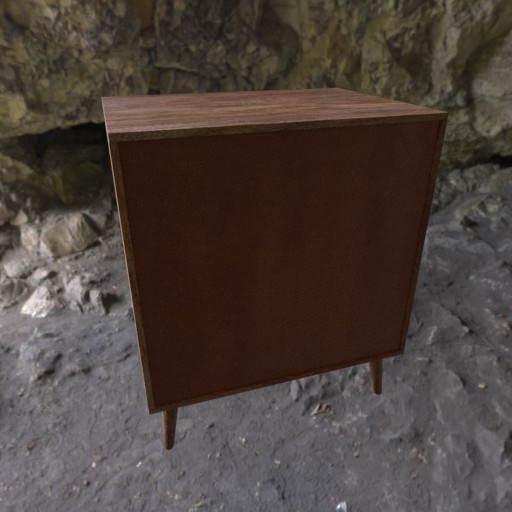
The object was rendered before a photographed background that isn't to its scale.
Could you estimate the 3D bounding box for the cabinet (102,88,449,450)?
[{"bbox_3d":[0.000,0.000,1.155,0.647,0.758,0.473,-8,28,-16],"label":"cabinet"}]
